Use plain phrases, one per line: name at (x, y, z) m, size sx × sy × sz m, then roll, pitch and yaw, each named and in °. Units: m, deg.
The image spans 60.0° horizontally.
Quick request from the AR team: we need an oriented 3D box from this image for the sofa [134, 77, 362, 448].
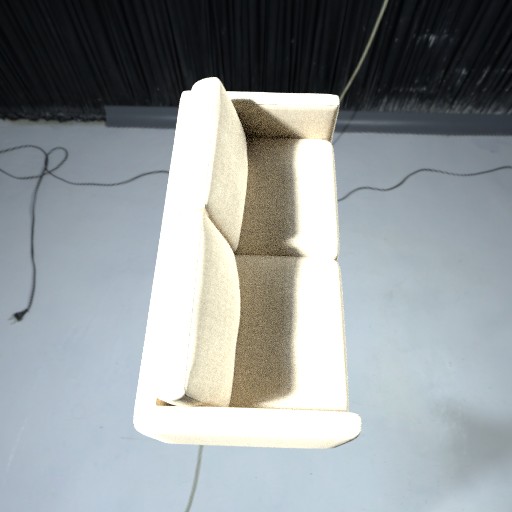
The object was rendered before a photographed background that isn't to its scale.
sofa at (0.000, 0.000, 2.417) m, size 0.950 × 0.963 × 1.884 m, roll 2°, pitch 63°, yaw 1°
